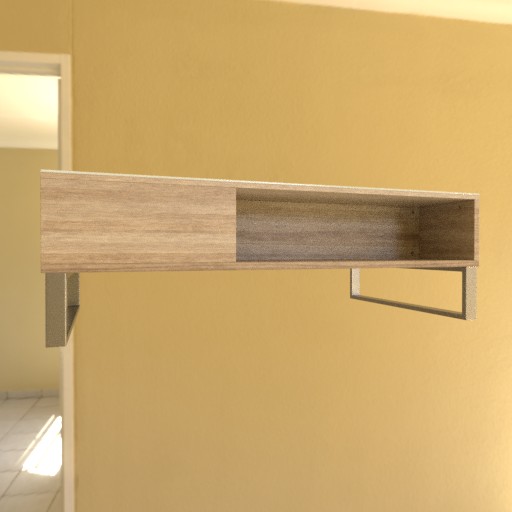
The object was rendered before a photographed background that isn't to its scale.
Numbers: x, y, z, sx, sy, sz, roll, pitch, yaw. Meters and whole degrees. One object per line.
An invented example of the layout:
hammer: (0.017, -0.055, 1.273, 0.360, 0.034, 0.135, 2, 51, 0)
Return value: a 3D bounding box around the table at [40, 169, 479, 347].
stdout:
table: (0.000, 0.000, 1.330, 1.100, 0.350, 0.600, 0, 1, -19)
